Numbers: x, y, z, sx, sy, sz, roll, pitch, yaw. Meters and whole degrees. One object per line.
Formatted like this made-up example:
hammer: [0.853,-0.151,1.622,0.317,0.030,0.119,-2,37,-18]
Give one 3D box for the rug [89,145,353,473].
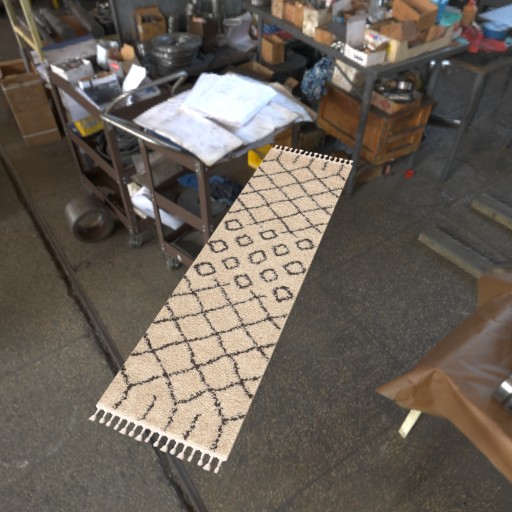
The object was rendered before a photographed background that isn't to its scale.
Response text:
rug: [0.000,0.000,2.713,0.660,0.005,2.464,16,48,15]
